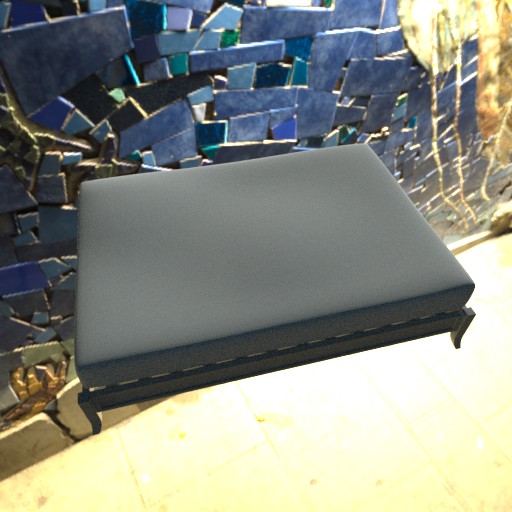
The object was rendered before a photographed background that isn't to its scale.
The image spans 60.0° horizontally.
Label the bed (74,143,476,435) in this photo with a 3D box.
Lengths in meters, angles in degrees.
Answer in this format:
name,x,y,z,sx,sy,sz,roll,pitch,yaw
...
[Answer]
name,x,y,z,sx,sy,sz,roll,pitch,yaw
bed,0.000,0.000,2.600,1.985,0.510,1.460,-10,47,-10
